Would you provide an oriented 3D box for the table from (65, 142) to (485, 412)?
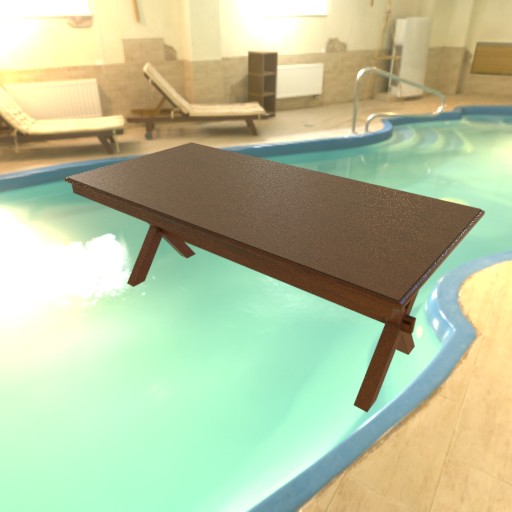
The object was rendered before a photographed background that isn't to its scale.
[{"bbox_3d":[0.000,0.000,1.495,1.197,0.459,0.594,21,35,33],"label":"table"}]
